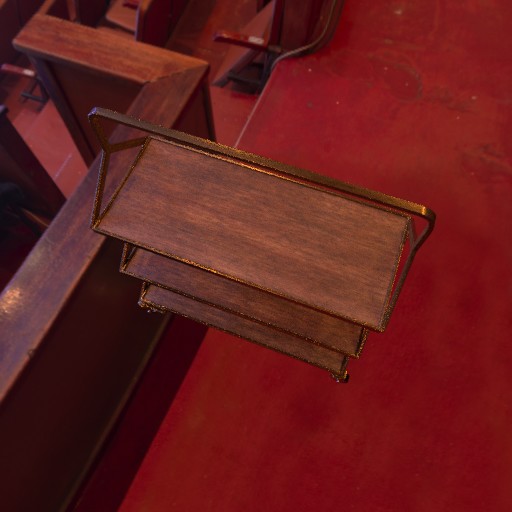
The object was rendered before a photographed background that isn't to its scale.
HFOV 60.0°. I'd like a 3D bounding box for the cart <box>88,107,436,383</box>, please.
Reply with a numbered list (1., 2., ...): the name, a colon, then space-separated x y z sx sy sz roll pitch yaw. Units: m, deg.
1. cart: 0.000 0.000 1.164 0.723 0.805 0.313 19 66 9
